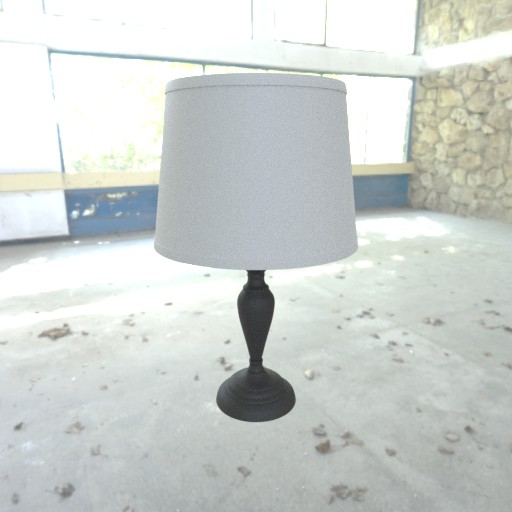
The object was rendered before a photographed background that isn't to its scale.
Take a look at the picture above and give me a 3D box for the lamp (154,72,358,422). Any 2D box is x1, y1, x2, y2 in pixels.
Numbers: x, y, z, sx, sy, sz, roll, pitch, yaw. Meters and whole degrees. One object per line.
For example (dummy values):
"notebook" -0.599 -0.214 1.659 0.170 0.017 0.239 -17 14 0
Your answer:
"lamp" 0.000 0.000 0.694 0.310 0.501 0.310 0 14 0
